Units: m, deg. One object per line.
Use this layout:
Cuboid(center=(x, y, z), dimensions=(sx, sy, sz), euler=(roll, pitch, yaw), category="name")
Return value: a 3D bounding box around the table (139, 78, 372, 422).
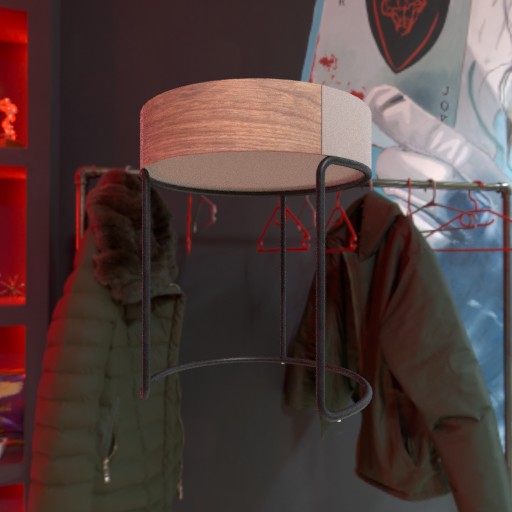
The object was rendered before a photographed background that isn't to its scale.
Cuboid(center=(0.000, 0.000, 0.886), dimensions=(0.450, 0.530, 0.450), euler=(0, 0, 0), category="table")
